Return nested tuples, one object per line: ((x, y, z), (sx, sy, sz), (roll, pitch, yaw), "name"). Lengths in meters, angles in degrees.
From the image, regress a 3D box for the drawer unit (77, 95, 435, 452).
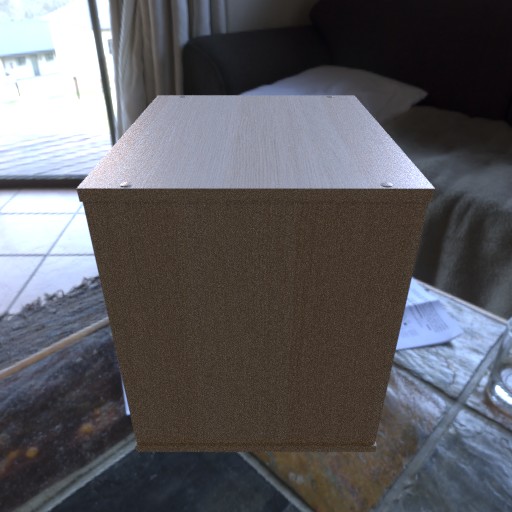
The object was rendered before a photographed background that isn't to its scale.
((0.000, 0.000, 0.596), (0.290, 0.344, 0.349), (0, 32, 0), "drawer unit")
